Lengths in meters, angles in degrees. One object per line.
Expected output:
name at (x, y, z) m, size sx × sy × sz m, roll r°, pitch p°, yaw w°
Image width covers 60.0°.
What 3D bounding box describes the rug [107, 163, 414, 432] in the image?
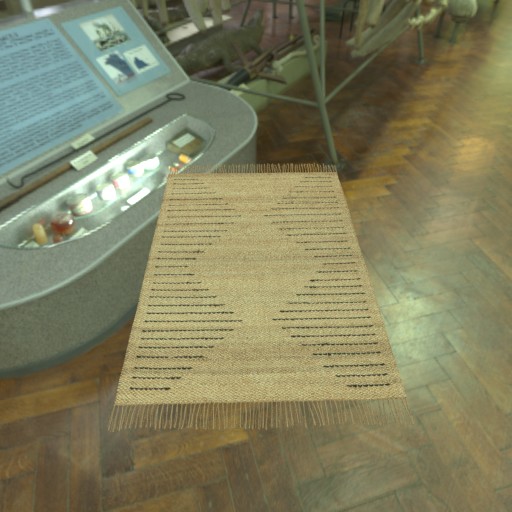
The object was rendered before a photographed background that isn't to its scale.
rug at (0.000, 0.000, 2.534) m, size 1.224 × 0.027 × 2.085 m, roll -1°, pitch 41°, yaw -1°
